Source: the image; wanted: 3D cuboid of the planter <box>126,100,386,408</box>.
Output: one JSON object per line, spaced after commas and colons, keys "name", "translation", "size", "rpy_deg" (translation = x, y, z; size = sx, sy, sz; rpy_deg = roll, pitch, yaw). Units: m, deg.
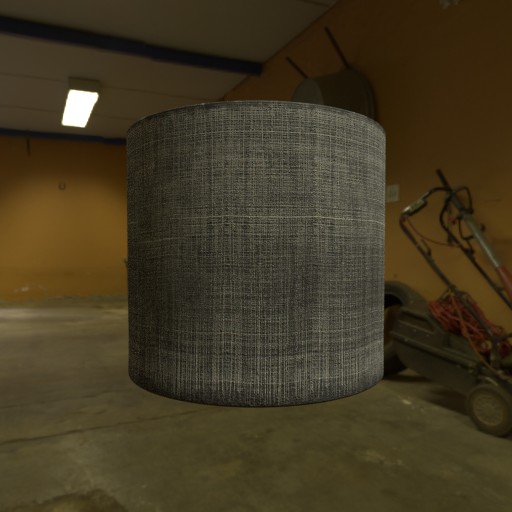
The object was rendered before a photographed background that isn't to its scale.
{"name": "planter", "translation": [0.000, 0.000, 0.395], "size": [0.221, 0.201, 0.221], "rpy_deg": [0, 0, 0]}
